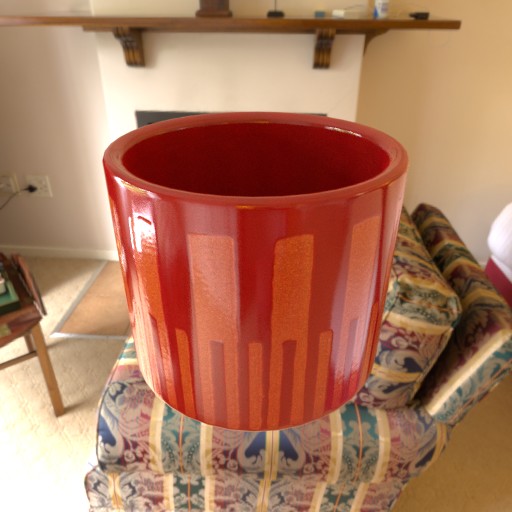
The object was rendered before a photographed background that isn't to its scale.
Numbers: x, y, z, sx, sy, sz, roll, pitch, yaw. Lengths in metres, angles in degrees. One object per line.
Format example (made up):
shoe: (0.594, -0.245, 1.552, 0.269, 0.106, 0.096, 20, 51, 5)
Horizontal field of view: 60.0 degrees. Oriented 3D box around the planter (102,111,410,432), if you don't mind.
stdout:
planter: (0.000, 0.000, 0.393, 0.230, 0.202, 0.230, 0, 30, 0)
